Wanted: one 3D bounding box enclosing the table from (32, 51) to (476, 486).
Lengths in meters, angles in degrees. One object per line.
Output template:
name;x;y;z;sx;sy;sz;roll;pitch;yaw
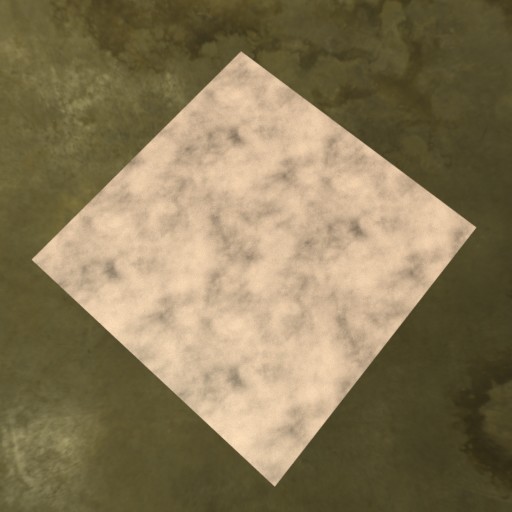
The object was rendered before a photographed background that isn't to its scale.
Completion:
table;0.000;0.000;1.399;0.890;0.305;0.890;40;80;9
